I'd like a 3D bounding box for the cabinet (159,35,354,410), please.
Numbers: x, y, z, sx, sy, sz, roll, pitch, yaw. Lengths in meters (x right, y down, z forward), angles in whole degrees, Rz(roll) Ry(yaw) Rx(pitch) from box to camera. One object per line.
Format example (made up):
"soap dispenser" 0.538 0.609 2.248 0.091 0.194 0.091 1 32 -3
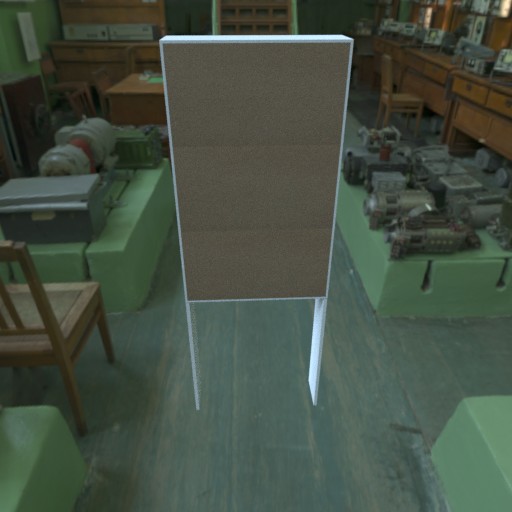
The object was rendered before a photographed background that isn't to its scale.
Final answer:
"cabinet" 0.000 0.000 1.995 0.643 1.770 0.192 -1 31 -2
